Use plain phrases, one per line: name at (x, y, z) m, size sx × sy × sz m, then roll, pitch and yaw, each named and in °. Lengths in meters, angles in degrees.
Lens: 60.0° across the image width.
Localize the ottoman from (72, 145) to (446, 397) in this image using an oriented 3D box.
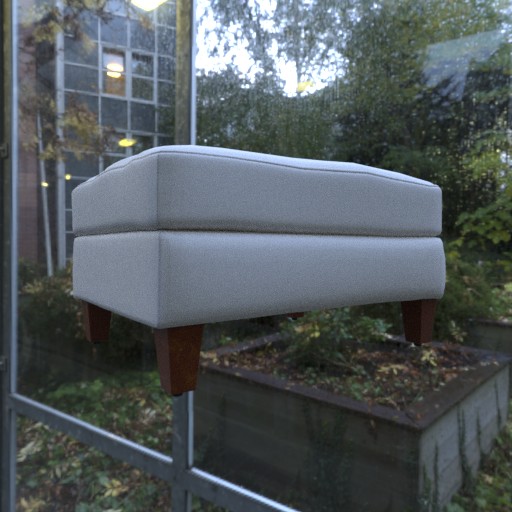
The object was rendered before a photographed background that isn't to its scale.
ottoman at (0.000, 0.000, 1.188) m, size 0.818 × 0.479 × 0.634 m, roll -1°, pitch 1°, yaw -35°
